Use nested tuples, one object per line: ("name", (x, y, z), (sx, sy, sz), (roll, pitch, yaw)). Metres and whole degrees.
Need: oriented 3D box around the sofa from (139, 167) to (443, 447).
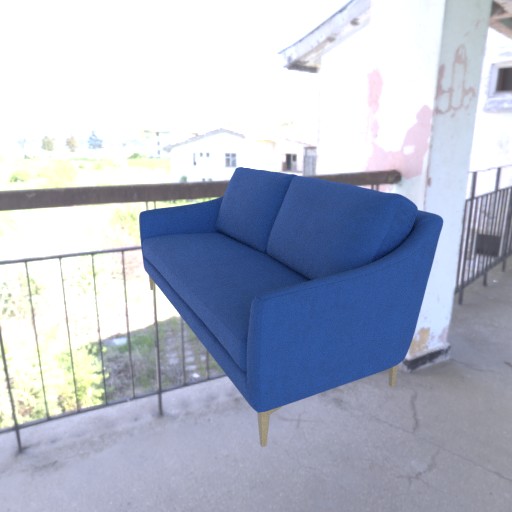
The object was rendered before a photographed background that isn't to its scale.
("sofa", (0.000, 0.000, 2.548), (0.960, 0.903, 2.036), (-7, 17, -24))
